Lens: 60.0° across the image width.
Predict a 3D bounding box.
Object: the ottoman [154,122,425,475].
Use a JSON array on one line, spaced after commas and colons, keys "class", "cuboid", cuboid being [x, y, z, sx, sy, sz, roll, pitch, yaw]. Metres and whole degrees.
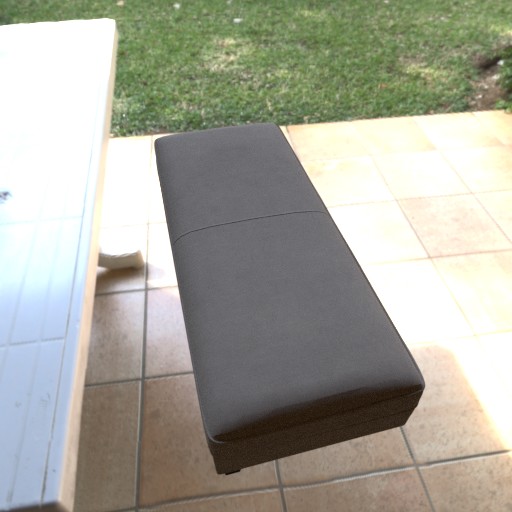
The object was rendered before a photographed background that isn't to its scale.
[{"class": "ottoman", "cuboid": [0.000, 0.000, 2.006, 0.735, 0.460, 1.726, -10, 46, -10]}]
